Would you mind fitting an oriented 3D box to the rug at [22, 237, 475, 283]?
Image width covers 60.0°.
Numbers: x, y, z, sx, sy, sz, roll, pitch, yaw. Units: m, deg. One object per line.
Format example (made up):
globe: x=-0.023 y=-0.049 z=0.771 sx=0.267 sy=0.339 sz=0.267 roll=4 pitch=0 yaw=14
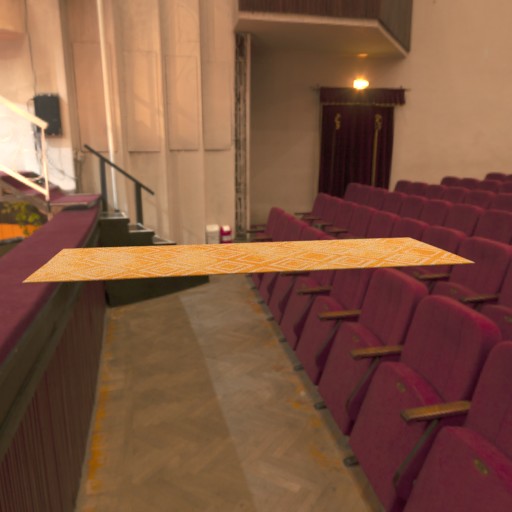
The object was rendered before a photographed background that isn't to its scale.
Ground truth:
rug: x=0.000 y=0.000 z=2.722 sx=2.438 sy=0.010 sz=0.775 roll=-2 pitch=13 yaw=-9
